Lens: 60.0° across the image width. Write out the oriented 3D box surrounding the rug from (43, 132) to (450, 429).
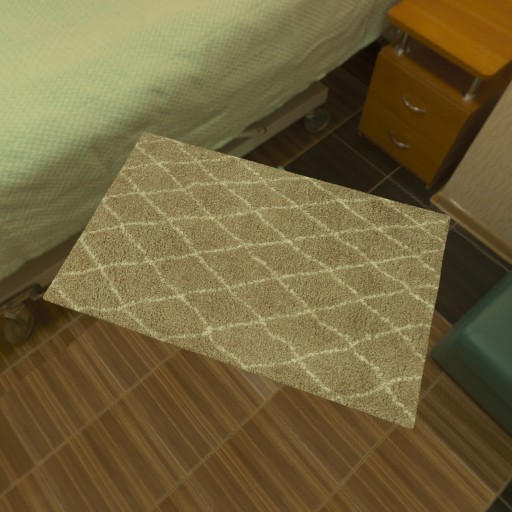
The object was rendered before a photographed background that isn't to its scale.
[{"bbox_3d":[0.000,0.000,3.050,2.438,0.030,1.524,17,64,9],"label":"rug"}]
